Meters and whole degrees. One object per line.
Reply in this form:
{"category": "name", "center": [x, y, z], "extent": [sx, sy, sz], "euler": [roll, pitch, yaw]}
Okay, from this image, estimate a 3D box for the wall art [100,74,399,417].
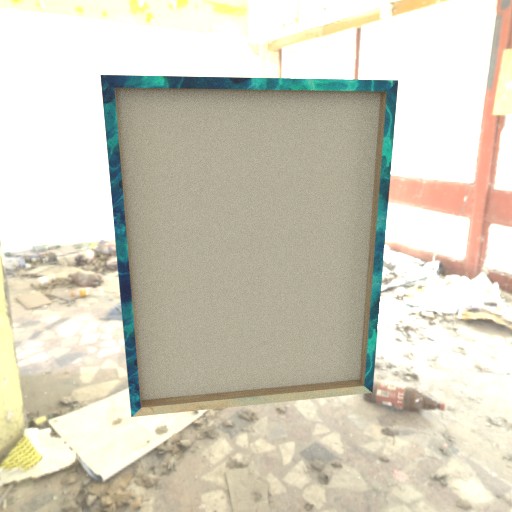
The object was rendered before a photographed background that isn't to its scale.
{"category": "wall art", "center": [0.000, 0.000, 1.017], "extent": [0.609, 0.760, 0.038], "euler": [-3, 16, -9]}
